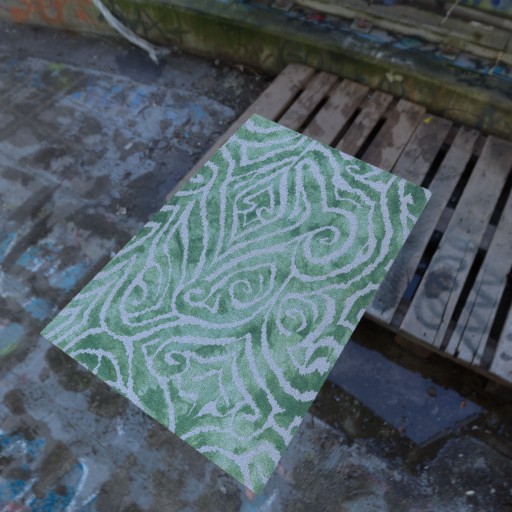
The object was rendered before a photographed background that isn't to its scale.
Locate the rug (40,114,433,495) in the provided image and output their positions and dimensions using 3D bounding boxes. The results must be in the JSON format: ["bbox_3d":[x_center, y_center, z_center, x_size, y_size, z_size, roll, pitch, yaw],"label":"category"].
[{"bbox_3d":[0.000,0.000,2.301,1.220,0.006,1.826,29,62,17],"label":"rug"}]
